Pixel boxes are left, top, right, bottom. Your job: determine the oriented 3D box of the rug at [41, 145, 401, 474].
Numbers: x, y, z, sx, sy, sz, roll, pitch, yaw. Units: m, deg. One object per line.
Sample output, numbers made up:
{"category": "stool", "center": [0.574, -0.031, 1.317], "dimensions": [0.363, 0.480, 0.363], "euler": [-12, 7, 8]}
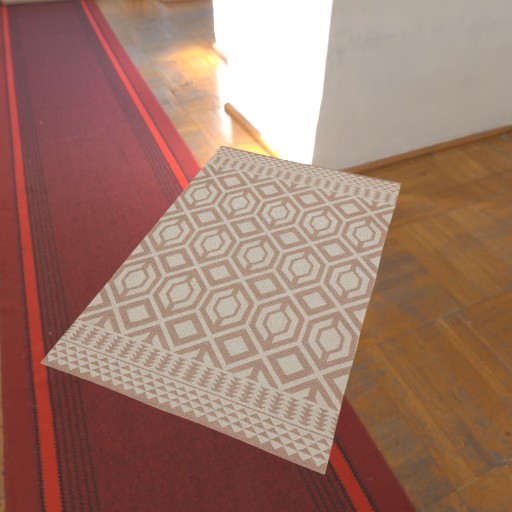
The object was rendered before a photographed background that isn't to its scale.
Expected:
{"category": "rug", "center": [0.000, 0.000, 2.295], "dimensions": [1.219, 0.008, 1.829], "euler": [15, 47, 15]}
